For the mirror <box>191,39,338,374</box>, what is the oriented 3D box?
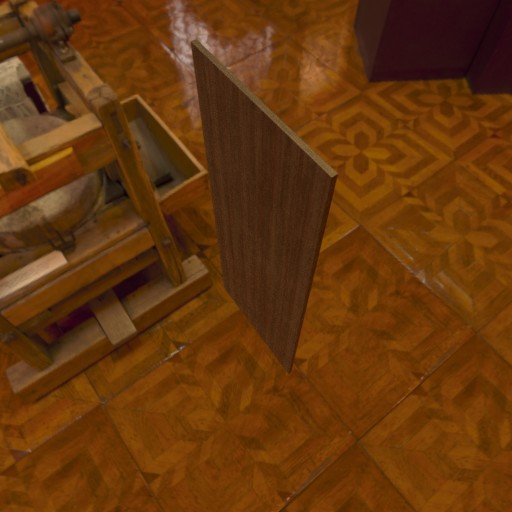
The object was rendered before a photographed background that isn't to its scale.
[{"bbox_3d":[0.000,0.000,2.359,0.025,2.032,0.812,-31,64,-17],"label":"mirror"}]
